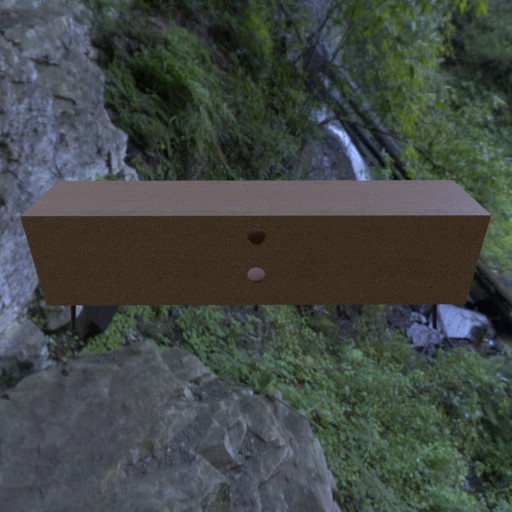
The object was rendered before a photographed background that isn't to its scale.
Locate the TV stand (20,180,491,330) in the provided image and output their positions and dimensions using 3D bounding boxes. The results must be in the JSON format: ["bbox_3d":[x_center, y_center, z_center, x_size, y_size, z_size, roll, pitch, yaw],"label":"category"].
[{"bbox_3d":[0.000,0.000,1.974,1.760,0.580,0.400,0,30,0],"label":"TV stand"}]
